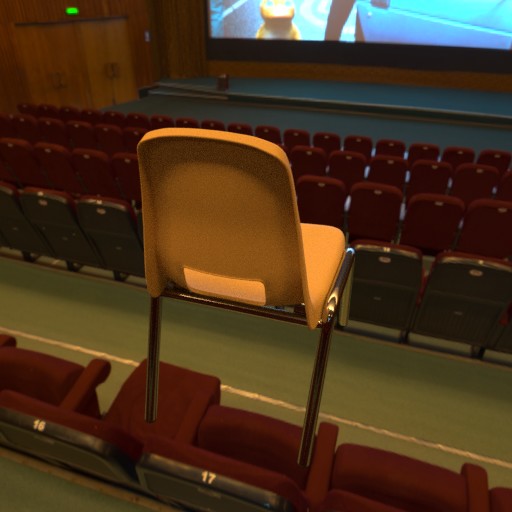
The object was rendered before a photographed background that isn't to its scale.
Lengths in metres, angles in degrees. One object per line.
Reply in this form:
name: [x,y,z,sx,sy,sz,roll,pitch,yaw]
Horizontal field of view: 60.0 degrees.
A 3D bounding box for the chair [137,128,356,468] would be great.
chair: [0.000,0.000,0.839,0.354,0.586,0.423,10,34,15]
